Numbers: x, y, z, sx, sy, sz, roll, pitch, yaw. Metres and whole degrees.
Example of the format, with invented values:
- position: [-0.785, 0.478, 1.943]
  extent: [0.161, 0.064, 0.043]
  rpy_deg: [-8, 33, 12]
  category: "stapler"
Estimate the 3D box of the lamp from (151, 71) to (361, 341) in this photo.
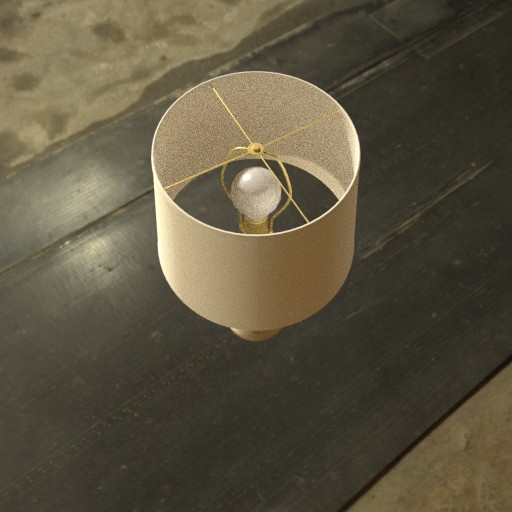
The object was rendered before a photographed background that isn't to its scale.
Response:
- position: [0.000, 0.000, 0.815]
  extent: [0.328, 0.612, 0.328]
  rpy_deg: [0, 64, 0]
  category: "lamp"
